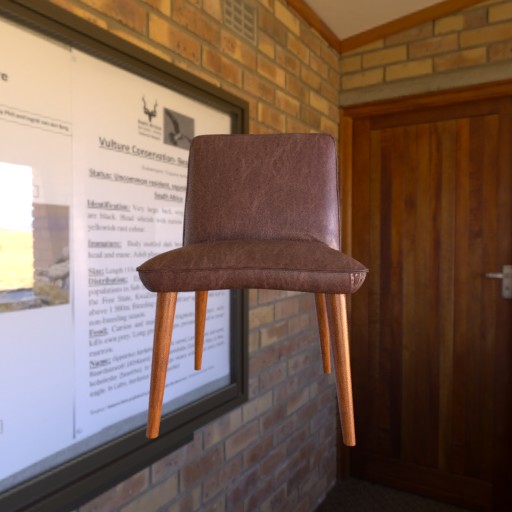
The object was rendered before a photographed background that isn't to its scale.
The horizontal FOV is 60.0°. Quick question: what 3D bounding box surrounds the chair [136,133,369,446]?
[{"bbox_3d":[0.000,0.000,1.231,0.543,0.803,0.645,0,2,0],"label":"chair"}]
